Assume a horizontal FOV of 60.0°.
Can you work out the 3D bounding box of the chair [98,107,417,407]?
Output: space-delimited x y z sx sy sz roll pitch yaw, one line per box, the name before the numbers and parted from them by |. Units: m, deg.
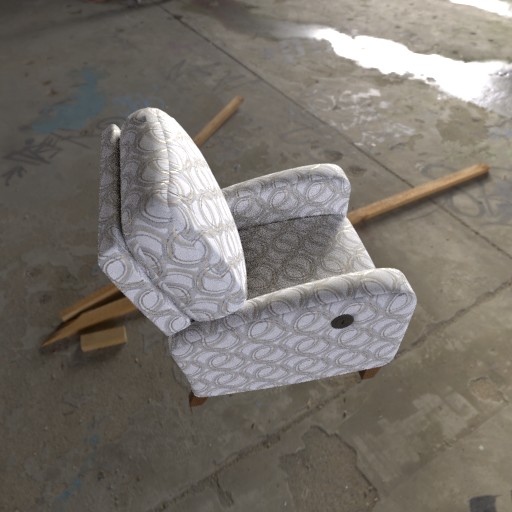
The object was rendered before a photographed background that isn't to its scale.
chair | 0.000 0.000 1.757 0.995 1.065 0.796 -9 48 -8
